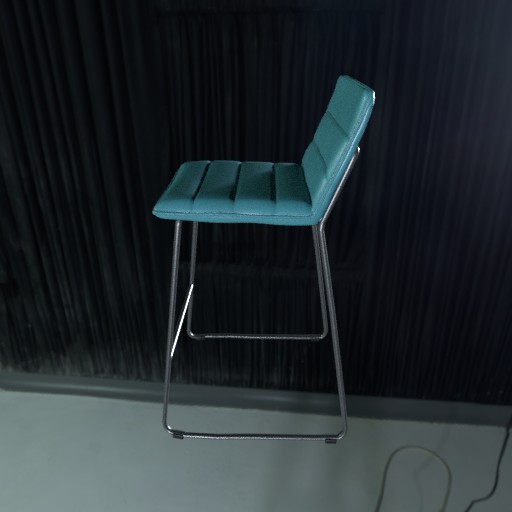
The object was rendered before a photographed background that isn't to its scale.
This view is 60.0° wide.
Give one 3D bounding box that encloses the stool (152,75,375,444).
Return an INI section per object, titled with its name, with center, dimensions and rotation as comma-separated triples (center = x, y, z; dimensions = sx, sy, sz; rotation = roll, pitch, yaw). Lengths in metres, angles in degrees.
[stool]
center = 0.000, 0.000, 1.262
dimensions = 0.524, 0.936, 0.489
rotation = 1, 27, 1
